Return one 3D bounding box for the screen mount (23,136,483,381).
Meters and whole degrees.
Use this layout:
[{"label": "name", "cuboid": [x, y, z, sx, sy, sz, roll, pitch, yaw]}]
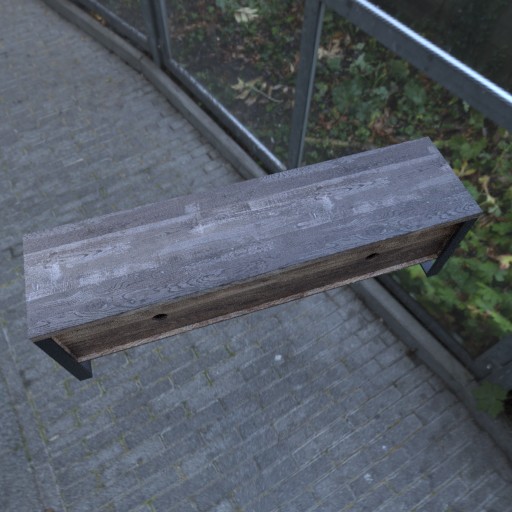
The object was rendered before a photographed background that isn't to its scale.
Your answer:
[{"label": "screen mount", "cuboid": [0.000, 0.000, 1.706, 1.524, 0.450, 0.395, -15, 60, -9]}]
